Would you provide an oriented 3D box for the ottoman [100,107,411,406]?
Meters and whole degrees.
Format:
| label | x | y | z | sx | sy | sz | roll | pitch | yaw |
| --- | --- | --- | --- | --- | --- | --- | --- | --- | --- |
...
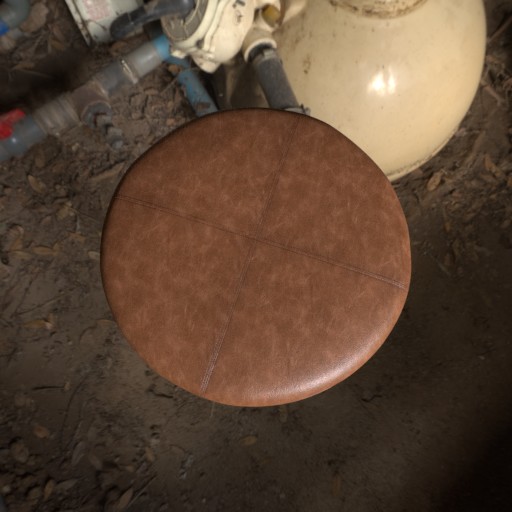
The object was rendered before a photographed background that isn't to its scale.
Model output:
| label | x | y | z | sx | sy | sz | roll | pitch | yaw |
| --- | --- | --- | --- | --- | --- | --- | --- | --- | --- |
| ottoman | 0.000 | 0.000 | 1.573 | 1.006 | 0.445 | 1.006 | 0 | 75 | 0 |
